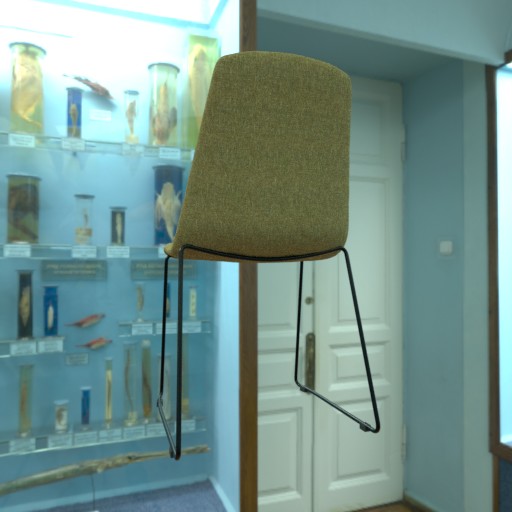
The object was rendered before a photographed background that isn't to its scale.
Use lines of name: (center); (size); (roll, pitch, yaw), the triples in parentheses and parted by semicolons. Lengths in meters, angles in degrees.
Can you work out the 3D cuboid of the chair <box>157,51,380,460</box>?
chair: (0.000, 0.000, 1.158); (0.479, 0.849, 0.496); (0, -1, -18)
